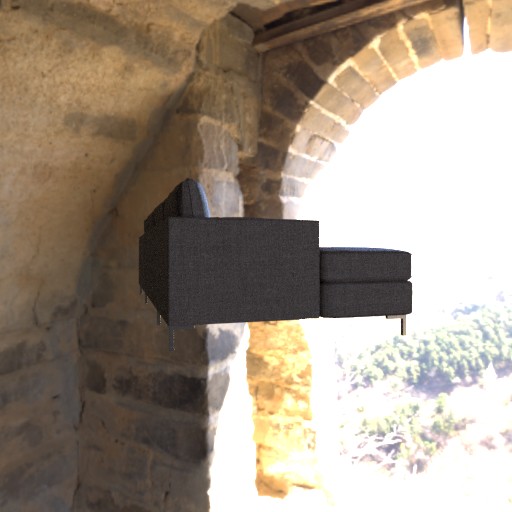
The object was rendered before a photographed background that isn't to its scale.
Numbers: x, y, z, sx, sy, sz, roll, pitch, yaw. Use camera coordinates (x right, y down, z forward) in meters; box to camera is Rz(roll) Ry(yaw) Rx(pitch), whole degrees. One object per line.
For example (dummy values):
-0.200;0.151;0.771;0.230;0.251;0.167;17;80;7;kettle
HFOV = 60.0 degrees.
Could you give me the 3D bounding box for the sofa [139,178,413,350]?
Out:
0.000;0.000;4.296;2.048;0.999;3.423;0;1;-17;sofa
